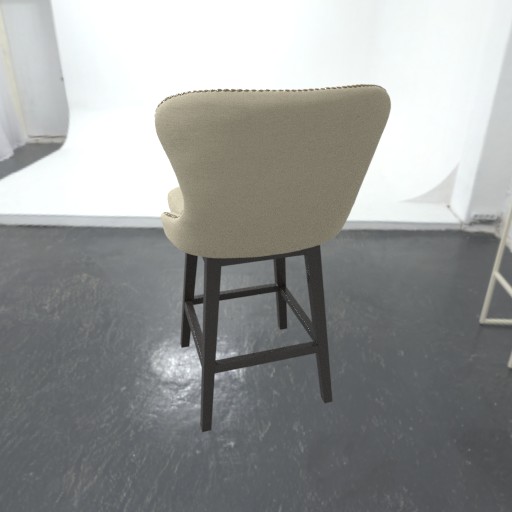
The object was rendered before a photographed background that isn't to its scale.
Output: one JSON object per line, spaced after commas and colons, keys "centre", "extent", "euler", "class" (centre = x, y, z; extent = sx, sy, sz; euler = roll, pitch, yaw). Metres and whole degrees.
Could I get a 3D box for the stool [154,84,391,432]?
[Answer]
{"centre": [0.000, 0.000, 1.287], "extent": [0.528, 0.971, 0.593], "euler": [-8, 27, -15], "class": "stool"}
